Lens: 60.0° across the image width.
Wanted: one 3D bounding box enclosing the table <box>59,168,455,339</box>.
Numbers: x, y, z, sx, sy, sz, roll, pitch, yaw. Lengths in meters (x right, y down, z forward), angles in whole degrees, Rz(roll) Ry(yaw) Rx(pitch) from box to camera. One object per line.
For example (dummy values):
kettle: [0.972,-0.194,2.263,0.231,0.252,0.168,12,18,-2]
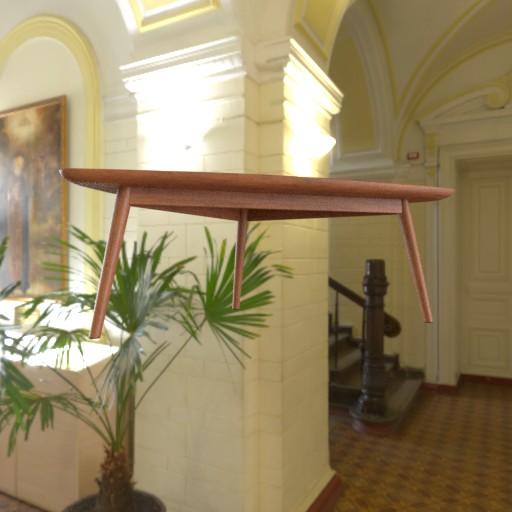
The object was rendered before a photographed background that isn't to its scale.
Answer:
table: [0.000,0.000,1.301,1.008,0.365,0.601,0,0,-16]
